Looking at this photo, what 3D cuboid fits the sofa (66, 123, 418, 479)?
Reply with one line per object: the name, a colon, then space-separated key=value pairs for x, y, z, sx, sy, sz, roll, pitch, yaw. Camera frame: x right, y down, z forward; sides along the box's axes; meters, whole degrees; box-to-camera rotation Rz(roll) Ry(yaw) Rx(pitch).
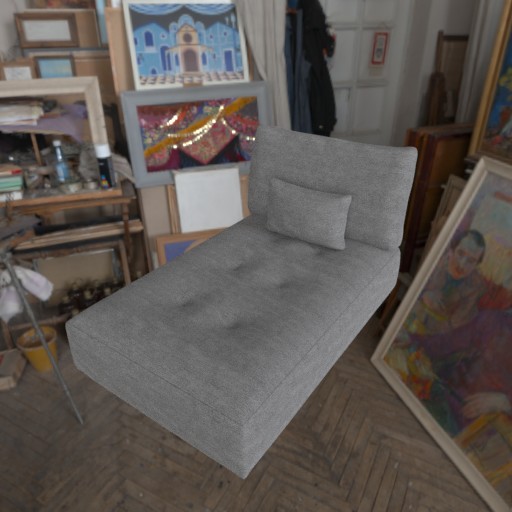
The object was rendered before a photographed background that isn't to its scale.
sofa: x=0.000 y=0.000 z=1.999 sx=0.930 sy=0.820 sz=1.450 roll=19 pitch=34 yaw=30
